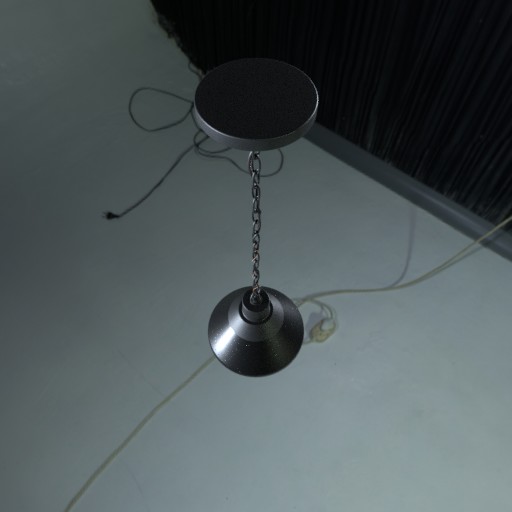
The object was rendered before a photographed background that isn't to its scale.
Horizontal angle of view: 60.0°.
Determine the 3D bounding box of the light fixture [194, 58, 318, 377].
[{"bbox_3d":[0.000,0.000,0.678,0.201,0.588,0.201,32,63,18],"label":"light fixture"}]
